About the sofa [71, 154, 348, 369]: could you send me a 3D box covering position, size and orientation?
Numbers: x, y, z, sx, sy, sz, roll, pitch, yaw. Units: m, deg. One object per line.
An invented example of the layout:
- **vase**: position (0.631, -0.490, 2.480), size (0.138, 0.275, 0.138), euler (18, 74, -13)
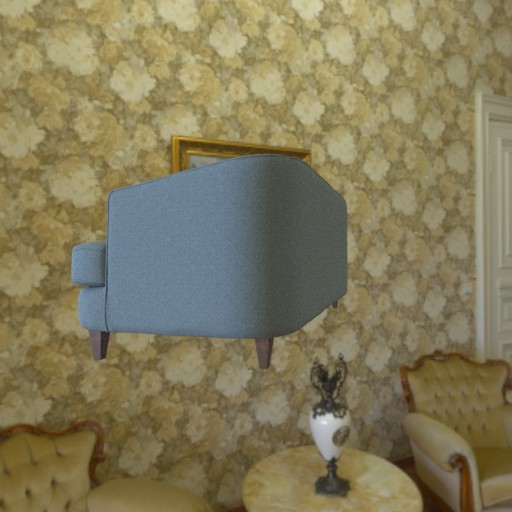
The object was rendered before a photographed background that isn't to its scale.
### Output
- **sofa**: position (0.000, 0.000, 2.764), size (0.941, 0.855, 2.278), euler (0, 1, 18)
